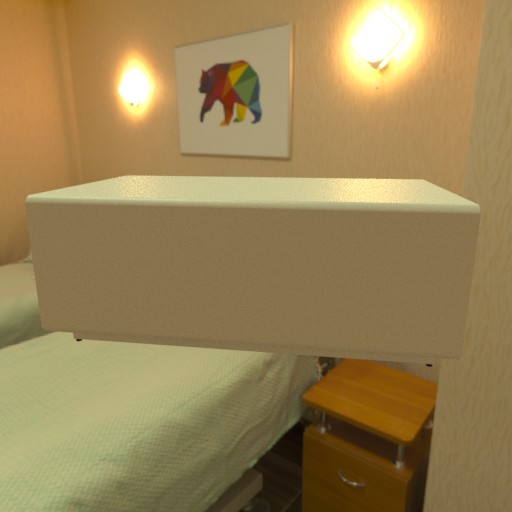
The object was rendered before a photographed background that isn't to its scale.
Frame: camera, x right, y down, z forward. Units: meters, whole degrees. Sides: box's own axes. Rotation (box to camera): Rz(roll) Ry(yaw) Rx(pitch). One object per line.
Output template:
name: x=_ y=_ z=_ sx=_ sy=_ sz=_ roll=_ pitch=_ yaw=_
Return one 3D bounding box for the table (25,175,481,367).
table: x=0.000 y=0.000 z=1.408 sx=1.097 sy=0.442 sz=0.639 roll=2 pitch=15 yaw=8
